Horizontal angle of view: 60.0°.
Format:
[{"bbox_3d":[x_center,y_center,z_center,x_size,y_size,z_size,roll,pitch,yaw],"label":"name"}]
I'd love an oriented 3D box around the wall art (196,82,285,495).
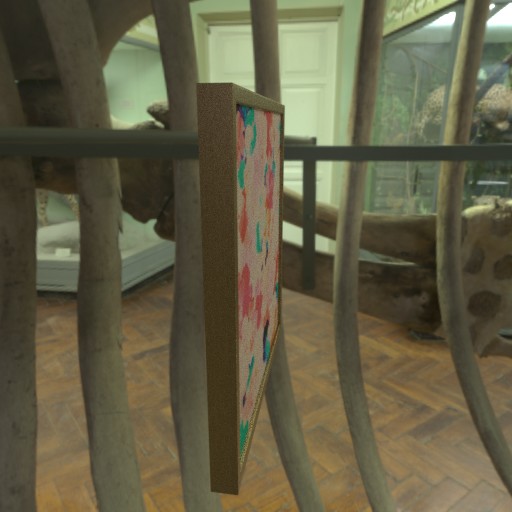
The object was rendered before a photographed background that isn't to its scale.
[{"bbox_3d":[0.000,0.000,0.757,0.037,0.509,0.510,3,17,9],"label":"wall art"}]
